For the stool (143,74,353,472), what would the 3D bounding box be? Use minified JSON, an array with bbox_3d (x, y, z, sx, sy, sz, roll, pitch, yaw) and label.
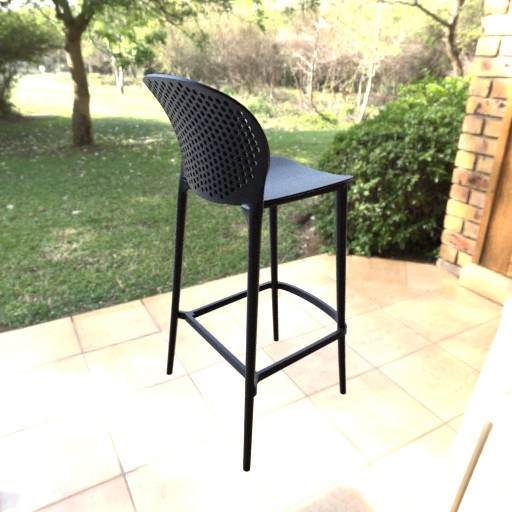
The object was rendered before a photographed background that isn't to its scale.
[{"bbox_3d":[0.000,0.000,1.361,0.535,1.045,0.536,-16,29,-32],"label":"stool"}]
